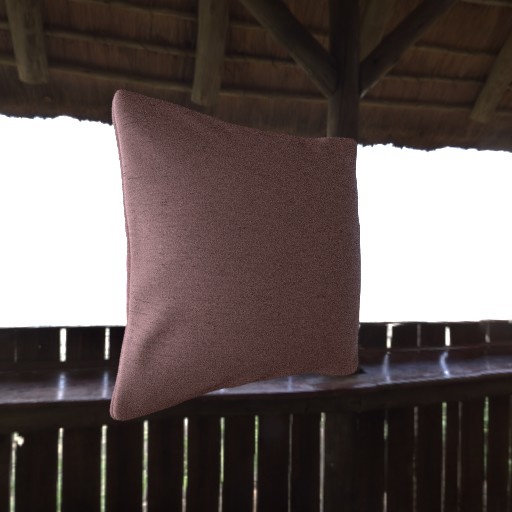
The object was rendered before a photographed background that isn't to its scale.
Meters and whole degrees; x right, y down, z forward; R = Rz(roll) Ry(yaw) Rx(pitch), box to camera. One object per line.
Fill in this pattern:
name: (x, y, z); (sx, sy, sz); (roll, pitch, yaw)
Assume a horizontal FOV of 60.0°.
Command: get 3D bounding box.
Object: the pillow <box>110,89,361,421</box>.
pillow: (0.000, 0.000, 0.669); (0.432, 0.415, 0.246); (0, 0, -35)
